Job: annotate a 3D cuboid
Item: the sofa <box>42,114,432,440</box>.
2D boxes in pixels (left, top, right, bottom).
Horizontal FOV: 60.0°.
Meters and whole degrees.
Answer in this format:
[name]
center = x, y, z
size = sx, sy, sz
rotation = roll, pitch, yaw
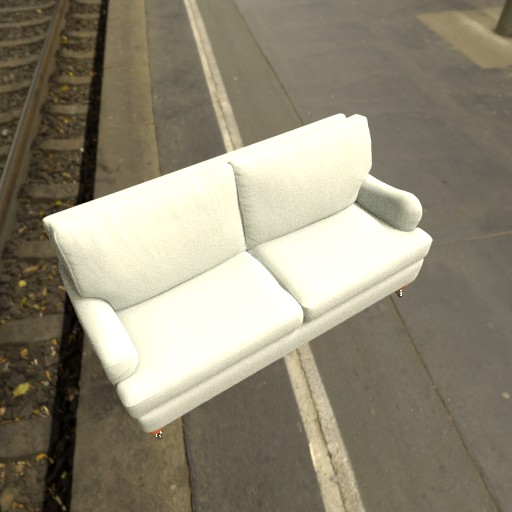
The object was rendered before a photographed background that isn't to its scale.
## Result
[sofa]
center = 0.000, 0.000, 2.815
size = 2.193, 1.096, 1.069
rotation = -25, 51, -22
